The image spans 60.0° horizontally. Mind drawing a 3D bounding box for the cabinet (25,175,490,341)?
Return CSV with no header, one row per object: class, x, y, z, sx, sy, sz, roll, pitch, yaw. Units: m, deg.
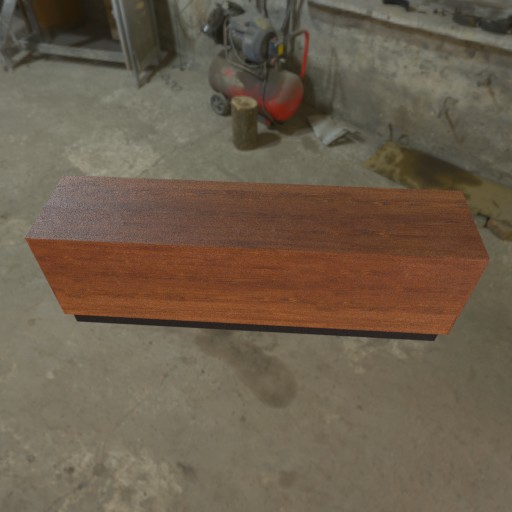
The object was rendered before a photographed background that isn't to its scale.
cabinet,0.000,0.000,1.850,1.600,0.510,0.419,3,46,3
